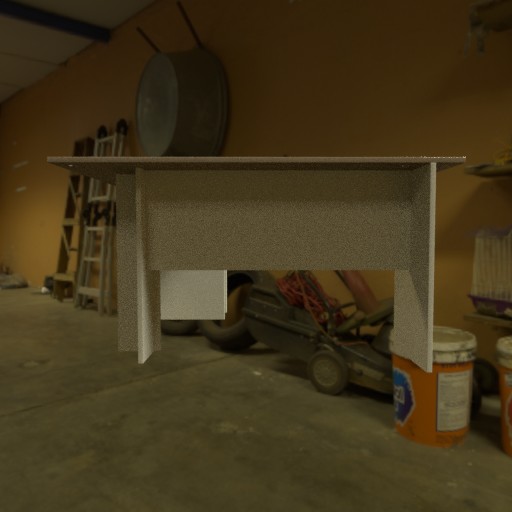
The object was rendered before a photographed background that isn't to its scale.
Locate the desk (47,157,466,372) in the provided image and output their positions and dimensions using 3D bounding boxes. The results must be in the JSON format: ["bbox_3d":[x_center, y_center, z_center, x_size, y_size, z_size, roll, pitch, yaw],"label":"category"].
[{"bbox_3d":[0.000,0.000,2.109,1.361,0.716,1.303,0,3,0],"label":"desk"}]
